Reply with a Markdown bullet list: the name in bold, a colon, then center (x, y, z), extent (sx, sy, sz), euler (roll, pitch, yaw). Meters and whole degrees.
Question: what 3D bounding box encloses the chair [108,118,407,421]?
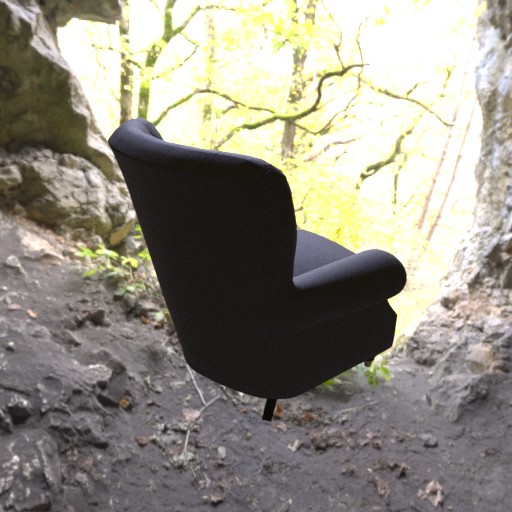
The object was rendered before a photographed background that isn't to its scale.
- **chair**: center (0.000, 0.000, 1.777), extent (0.983, 1.046, 0.983), euler (-18, 31, -31)
